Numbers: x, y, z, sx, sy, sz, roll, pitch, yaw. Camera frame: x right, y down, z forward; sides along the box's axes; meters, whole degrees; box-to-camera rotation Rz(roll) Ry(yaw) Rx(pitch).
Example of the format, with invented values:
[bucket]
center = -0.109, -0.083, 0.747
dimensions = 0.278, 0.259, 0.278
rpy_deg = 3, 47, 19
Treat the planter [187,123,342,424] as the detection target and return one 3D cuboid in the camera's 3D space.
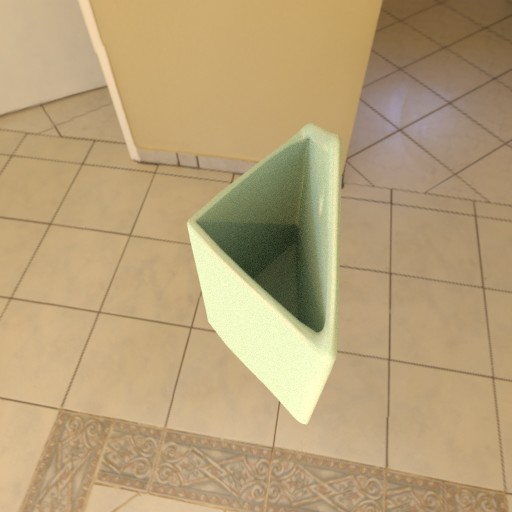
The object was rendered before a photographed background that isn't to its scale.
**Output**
[planter]
center = 0.000, 0.000, 0.283
dimensions = 0.079, 0.197, 0.164
rpy_deg = 0, 57, 0
